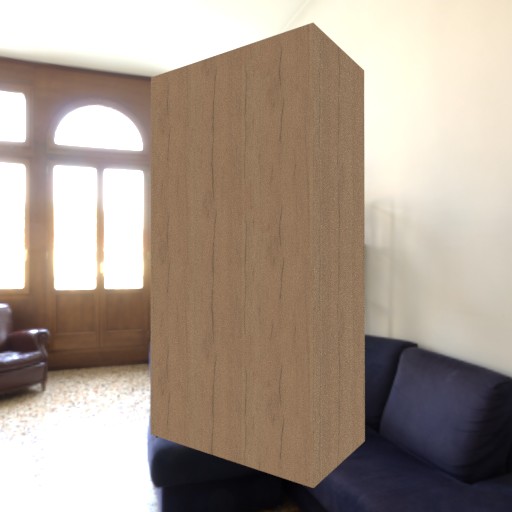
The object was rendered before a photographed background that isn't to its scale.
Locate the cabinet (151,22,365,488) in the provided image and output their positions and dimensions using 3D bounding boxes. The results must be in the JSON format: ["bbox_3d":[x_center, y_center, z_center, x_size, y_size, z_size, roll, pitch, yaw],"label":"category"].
[{"bbox_3d":[0.000,0.000,2.347,0.980,1.930,0.580,0,0,35],"label":"cabinet"}]
